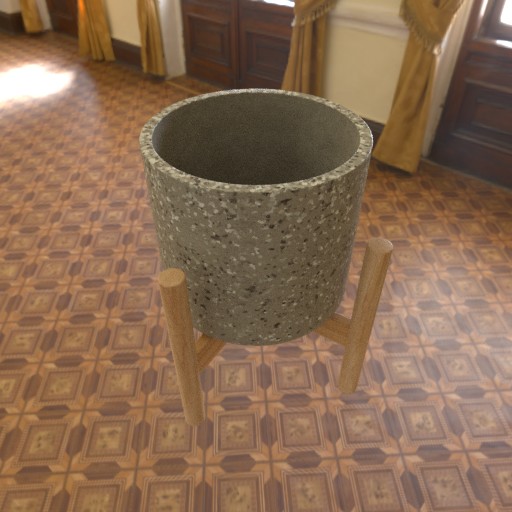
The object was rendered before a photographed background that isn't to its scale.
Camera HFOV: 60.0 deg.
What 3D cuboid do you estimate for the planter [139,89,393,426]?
[{"bbox_3d":[0.000,0.000,0.533,0.284,0.320,0.284,-25,46,-26],"label":"planter"}]
